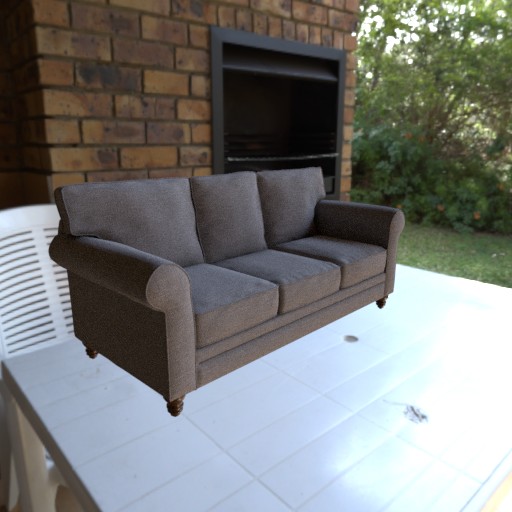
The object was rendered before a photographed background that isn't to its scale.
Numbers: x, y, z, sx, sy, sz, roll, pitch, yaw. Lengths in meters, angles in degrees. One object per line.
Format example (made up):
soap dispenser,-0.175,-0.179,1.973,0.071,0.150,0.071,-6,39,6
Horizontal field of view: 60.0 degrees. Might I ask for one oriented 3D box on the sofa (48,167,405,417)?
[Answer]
sofa,0.000,0.000,2.662,0.916,0.961,2.084,14,20,42
